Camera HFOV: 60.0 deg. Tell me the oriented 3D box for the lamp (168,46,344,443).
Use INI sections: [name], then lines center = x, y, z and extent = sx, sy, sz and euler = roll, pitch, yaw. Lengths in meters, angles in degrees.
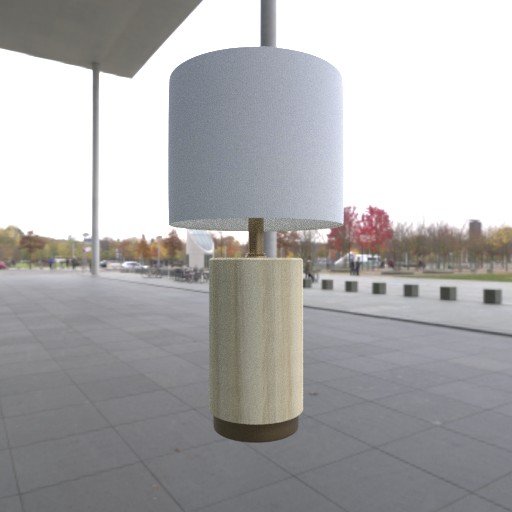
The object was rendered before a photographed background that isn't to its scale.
[lamp]
center = 0.000, 0.000, 0.583
extent = 0.228, 0.444, 0.228
euler = 0, -1, -18
